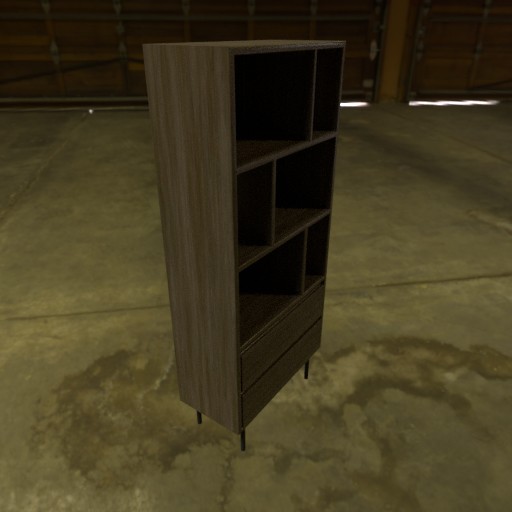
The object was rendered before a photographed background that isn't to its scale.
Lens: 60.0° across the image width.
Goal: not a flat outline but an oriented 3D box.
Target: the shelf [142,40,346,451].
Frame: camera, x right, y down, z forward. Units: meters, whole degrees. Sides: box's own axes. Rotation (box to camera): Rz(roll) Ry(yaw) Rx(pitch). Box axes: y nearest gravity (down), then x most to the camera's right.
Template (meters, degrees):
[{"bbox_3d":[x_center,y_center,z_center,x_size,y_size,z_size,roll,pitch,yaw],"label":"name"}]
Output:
[{"bbox_3d":[0.000,0.000,1.779,0.323,1.545,0.670,18,32,31],"label":"shelf"}]
